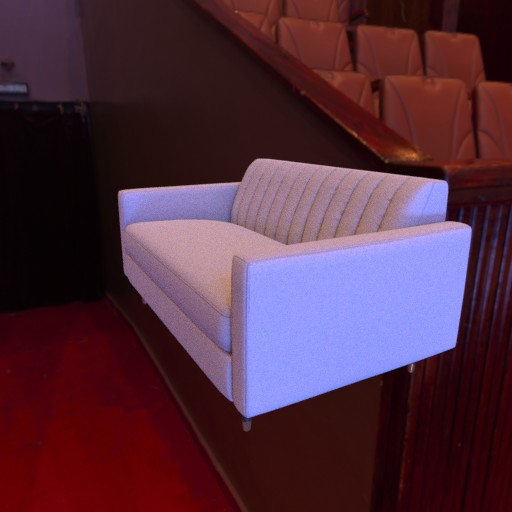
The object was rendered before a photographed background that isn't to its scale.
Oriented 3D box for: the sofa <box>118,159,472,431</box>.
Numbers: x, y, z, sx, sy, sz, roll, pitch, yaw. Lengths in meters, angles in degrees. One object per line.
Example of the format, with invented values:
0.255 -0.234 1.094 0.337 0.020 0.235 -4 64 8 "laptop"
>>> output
0.000 0.000 2.104 0.950 0.801 1.585 -9 18 -27 "sofa"
